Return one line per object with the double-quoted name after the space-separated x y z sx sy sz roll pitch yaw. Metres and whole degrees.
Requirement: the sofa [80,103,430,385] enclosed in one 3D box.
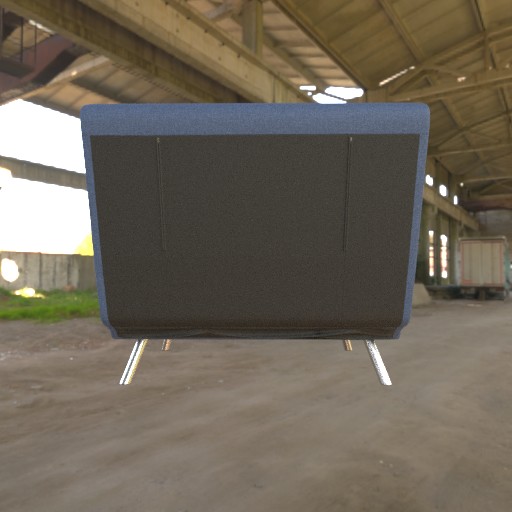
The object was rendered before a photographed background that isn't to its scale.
0.000 0.000 1.695 0.999 0.860 0.996 0 -2 1 "sofa"
